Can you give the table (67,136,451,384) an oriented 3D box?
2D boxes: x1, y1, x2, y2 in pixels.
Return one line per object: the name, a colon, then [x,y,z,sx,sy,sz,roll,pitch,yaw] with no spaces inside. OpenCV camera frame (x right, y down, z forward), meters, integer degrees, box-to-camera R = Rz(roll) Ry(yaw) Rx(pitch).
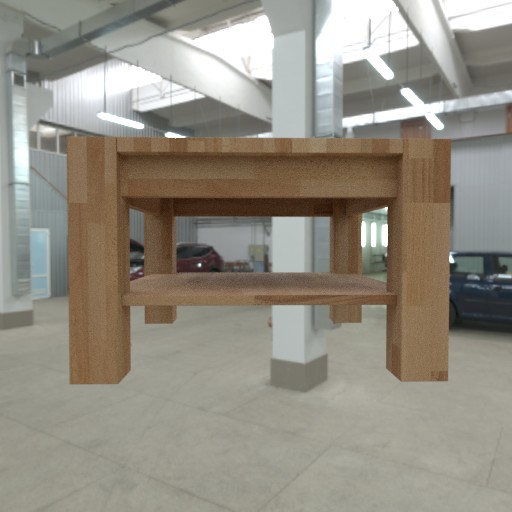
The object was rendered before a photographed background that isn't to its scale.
table: [0.000,0.000,1.161,0.700,0.451,0.700,0,2,-2]
